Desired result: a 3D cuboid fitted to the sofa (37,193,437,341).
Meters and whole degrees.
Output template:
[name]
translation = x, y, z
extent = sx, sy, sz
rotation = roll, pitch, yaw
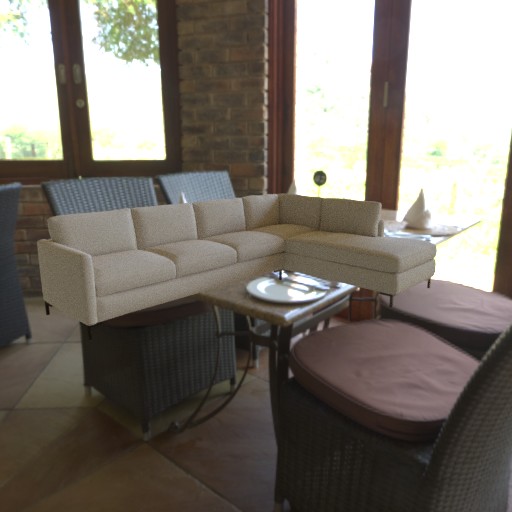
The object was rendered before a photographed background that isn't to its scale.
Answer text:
[sofa]
translation = 0.000, 0.000, 3.850
extent = 2.007, 0.815, 2.949
rotation = 13, 18, 43
